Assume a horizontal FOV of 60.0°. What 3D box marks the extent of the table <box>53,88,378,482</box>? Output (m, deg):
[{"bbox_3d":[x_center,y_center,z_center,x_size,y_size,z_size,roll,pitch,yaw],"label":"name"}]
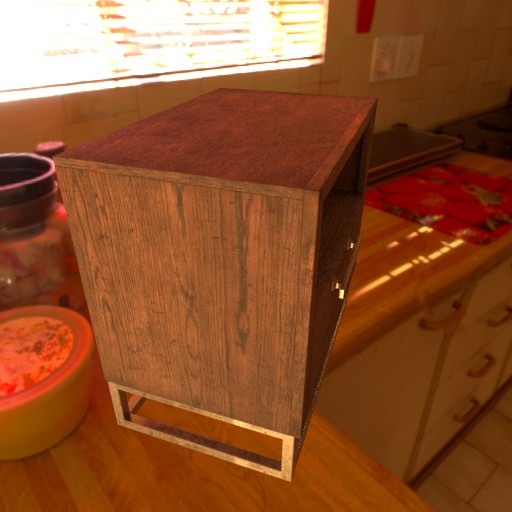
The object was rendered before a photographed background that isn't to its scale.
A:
[{"bbox_3d":[0.000,0.000,1.242,0.542,0.746,0.767,10,32,17],"label":"table"}]
